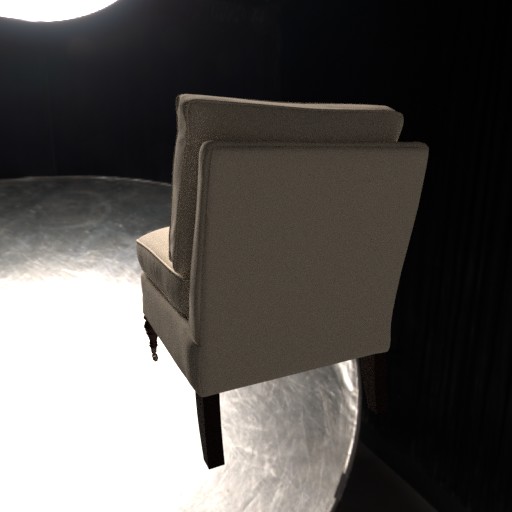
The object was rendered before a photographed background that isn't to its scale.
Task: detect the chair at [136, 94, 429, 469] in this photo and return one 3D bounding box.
[{"bbox_3d":[0.000,0.000,1.384,0.630,0.887,0.781,-7,15,-25],"label":"chair"}]
